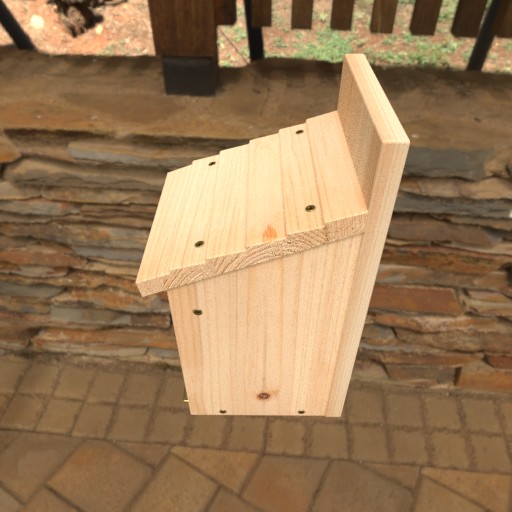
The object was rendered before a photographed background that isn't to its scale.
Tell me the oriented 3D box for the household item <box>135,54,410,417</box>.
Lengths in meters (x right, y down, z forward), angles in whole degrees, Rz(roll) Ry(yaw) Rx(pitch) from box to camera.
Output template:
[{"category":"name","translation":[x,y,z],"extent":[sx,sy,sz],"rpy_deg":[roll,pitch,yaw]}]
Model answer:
[{"category":"household item","translation":[0.000,0.000,0.396],"extent":[0.171,0.300,0.149],"rpy_deg":[0,42,0]}]
